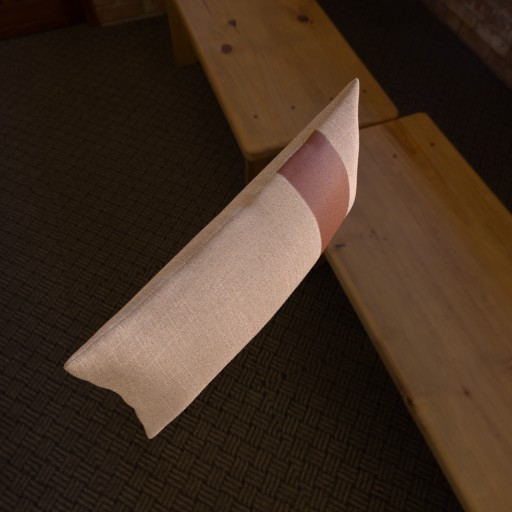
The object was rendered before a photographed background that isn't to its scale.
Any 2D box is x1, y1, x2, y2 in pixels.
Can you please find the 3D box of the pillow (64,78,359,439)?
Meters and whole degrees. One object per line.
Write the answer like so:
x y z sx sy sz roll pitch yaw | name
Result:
0.000 0.000 0.715 0.155 0.282 0.612 33 64 19 | pillow
